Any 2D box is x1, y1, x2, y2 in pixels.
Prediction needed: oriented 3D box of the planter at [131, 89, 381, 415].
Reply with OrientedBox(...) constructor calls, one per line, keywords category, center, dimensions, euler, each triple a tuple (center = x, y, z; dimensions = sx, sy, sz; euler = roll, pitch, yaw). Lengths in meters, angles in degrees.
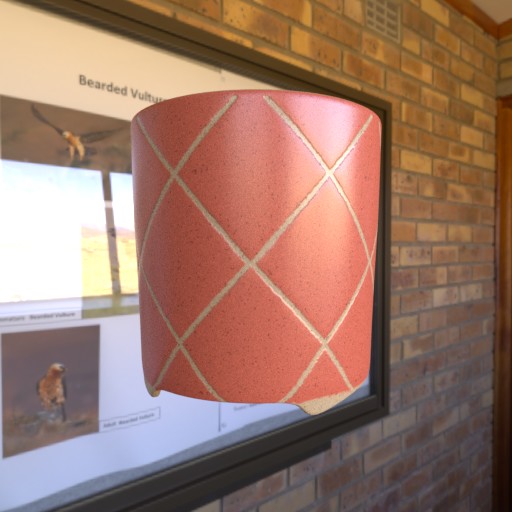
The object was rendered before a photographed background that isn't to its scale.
OrientedBox(category="planter", center=(0.000, 0.000, 0.419), dimensions=(0.227, 0.235, 0.227), euler=(0, 1, 0))
